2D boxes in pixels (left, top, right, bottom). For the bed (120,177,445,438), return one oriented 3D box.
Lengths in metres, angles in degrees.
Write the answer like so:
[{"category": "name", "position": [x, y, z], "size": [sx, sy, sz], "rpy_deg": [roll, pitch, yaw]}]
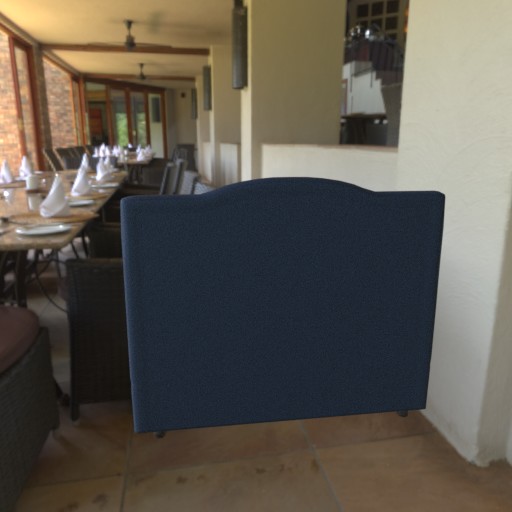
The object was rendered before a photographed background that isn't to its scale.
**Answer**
[{"category": "bed", "position": [0.000, 0.000, 3.575], "size": [1.741, 1.441, 2.507], "rpy_deg": [-2, 15, -8]}]
